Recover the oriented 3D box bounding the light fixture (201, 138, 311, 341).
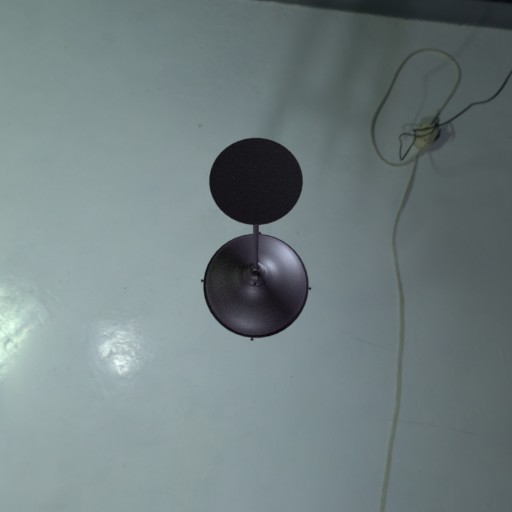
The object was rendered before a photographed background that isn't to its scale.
[{"bbox_3d":[0.000,0.000,1.026,0.341,0.849,0.341,4,76,1],"label":"light fixture"}]
